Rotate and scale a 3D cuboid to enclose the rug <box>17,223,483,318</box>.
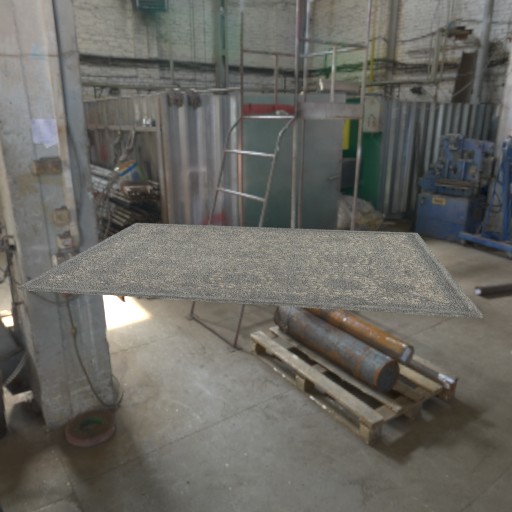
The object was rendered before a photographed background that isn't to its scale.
[{"bbox_3d":[0.000,0.000,2.277,1.819,0.012,1.208,3,17,8],"label":"rug"}]
